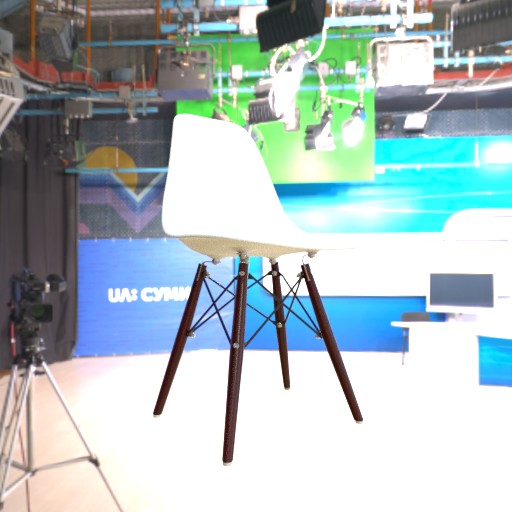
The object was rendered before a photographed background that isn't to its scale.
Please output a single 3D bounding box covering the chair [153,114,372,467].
[{"bbox_3d":[0.000,0.000,1.129,0.470,0.826,0.533,0,0,-35],"label":"chair"}]
